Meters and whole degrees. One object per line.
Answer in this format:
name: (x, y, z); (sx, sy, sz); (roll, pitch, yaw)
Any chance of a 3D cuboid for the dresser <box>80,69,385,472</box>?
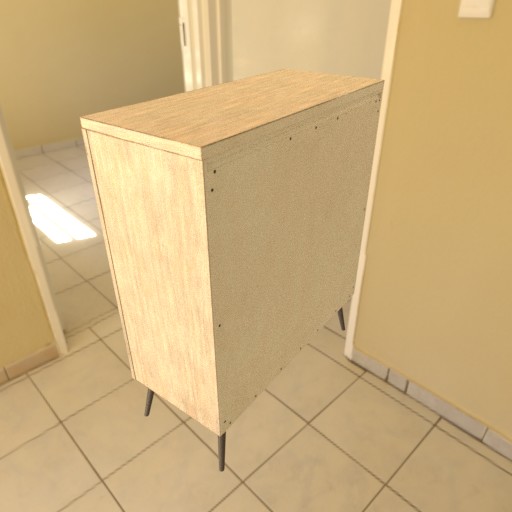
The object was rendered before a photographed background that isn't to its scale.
dresser: (0.000, 0.000, 1.753); (0.457, 1.219, 1.016); (21, 37, 31)
